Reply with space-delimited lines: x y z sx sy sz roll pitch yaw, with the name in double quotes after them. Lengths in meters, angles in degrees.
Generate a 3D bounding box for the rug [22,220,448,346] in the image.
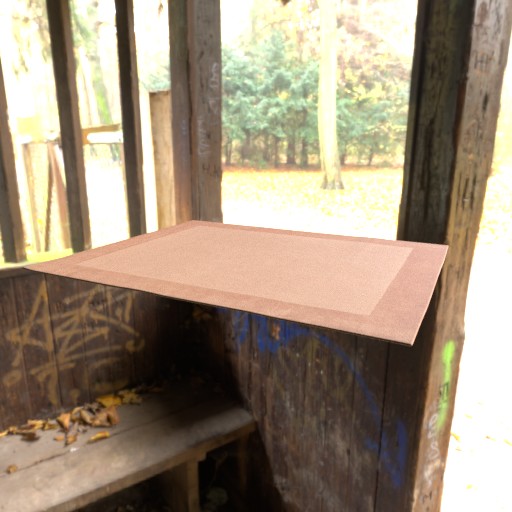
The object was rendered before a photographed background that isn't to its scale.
0.000 0.000 4.002 3.057 0.021 2.431 8 17 26 "rug"
